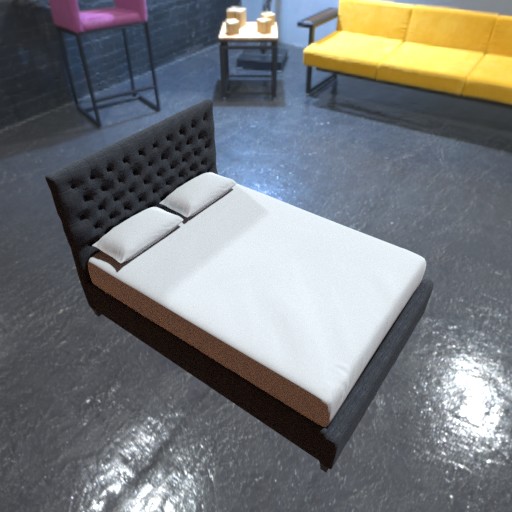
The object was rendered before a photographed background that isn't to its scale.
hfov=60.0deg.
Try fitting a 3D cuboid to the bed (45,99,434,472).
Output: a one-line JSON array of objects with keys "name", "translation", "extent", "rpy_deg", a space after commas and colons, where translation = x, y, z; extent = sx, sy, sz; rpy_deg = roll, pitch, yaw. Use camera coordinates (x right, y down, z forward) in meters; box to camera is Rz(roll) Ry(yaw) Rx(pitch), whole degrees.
[{"name": "bed", "translation": [0.000, 0.000, 3.440], "extent": [2.387, 1.427, 1.698], "rpy_deg": [26, 47, 27]}]
